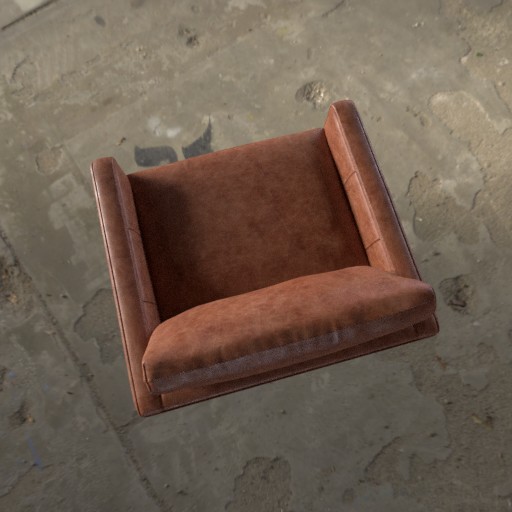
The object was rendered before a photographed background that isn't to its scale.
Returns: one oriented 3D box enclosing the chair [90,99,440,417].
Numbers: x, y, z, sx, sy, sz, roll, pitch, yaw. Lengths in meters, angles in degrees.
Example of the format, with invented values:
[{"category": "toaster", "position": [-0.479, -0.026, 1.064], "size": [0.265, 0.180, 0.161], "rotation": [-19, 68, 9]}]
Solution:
[{"category": "chair", "position": [0.000, 0.000, 1.588], "size": [0.967, 0.869, 0.862], "rotation": [-15, 75, -4]}]
